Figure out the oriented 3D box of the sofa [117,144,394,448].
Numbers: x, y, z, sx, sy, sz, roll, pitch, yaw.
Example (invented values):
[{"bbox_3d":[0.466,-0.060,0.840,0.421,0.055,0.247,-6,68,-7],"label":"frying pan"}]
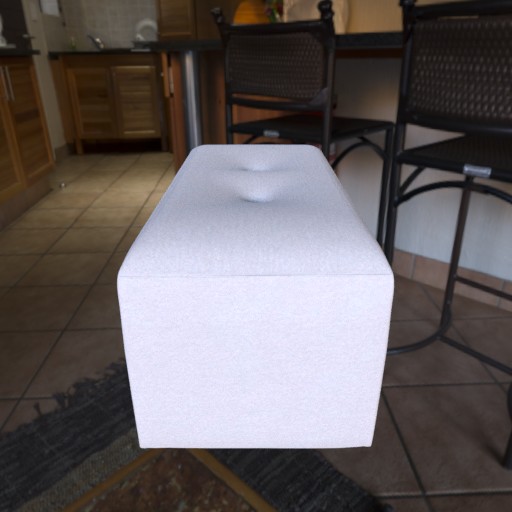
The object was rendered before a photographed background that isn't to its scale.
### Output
[{"bbox_3d":[0.000,0.000,1.206,0.480,0.470,0.930,0,25,0],"label":"sofa"}]
